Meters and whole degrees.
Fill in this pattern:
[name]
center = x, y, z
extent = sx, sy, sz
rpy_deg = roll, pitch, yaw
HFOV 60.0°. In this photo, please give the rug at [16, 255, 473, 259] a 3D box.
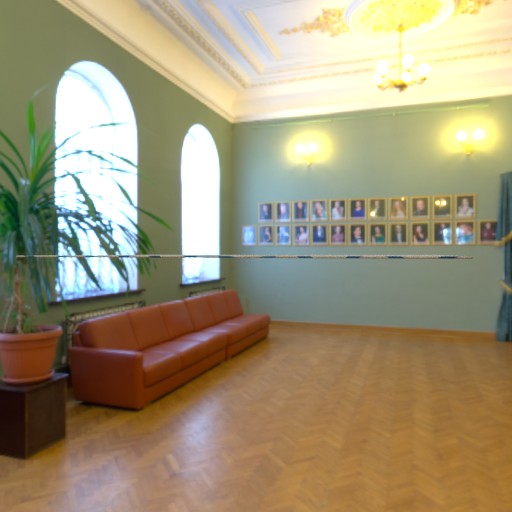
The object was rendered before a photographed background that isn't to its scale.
[rug]
center = 0.000, 0.000, 2.260
extent = 1.830, 0.008, 1.225
rpy_deg = 0, 0, 18
